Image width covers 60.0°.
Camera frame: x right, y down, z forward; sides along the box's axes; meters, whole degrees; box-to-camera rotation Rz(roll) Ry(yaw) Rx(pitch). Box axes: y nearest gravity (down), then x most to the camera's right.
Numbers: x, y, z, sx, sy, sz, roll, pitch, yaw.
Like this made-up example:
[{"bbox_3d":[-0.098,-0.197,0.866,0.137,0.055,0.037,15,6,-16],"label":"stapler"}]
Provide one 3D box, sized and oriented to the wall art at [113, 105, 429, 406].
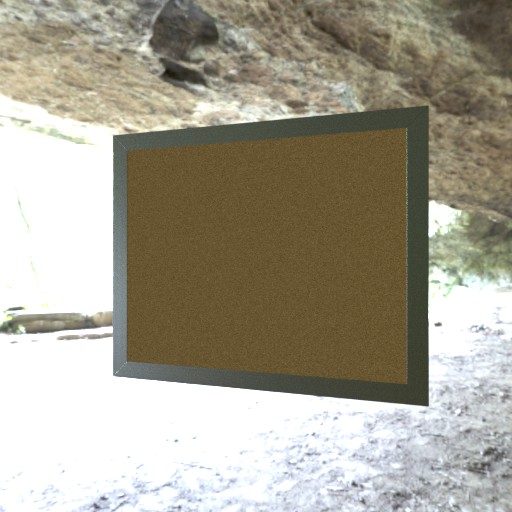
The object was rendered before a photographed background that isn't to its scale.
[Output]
[{"bbox_3d":[0.000,0.000,0.768,0.557,0.456,0.032,0,0,17],"label":"wall art"}]
